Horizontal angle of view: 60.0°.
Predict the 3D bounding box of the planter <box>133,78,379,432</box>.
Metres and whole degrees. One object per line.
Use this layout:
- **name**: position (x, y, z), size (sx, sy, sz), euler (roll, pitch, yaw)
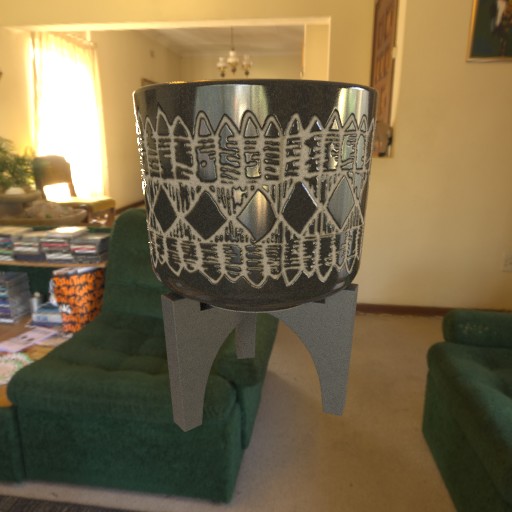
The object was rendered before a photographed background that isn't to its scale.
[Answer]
- **planter**: position (0.000, 0.000, 0.512), size (0.251, 0.355, 0.251), euler (-2, 15, -9)
